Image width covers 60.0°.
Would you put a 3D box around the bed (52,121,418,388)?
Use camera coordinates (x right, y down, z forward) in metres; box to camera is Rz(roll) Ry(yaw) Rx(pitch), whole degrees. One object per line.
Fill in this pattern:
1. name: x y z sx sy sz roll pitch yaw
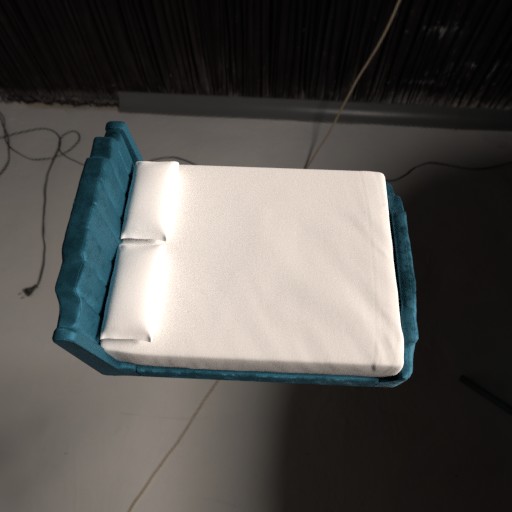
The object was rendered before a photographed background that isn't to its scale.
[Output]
1. bed: 0.000 0.000 3.333 2.322 1.338 1.678 2 64 1
